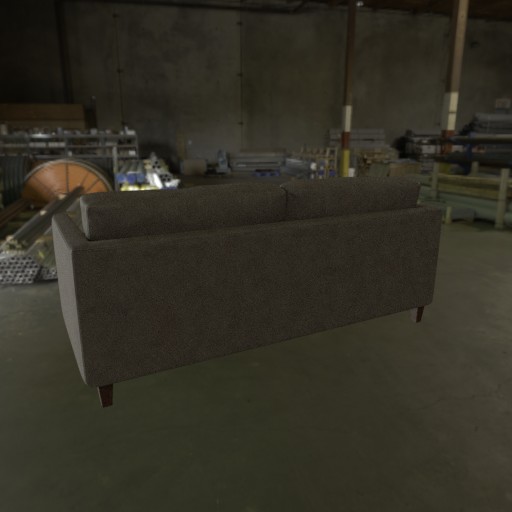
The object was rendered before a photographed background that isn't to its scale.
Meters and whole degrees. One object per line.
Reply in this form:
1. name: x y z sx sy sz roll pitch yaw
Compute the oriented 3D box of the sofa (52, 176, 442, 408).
1. sofa: 0.000 0.000 2.734 2.208 0.965 0.951 -8 17 -27
